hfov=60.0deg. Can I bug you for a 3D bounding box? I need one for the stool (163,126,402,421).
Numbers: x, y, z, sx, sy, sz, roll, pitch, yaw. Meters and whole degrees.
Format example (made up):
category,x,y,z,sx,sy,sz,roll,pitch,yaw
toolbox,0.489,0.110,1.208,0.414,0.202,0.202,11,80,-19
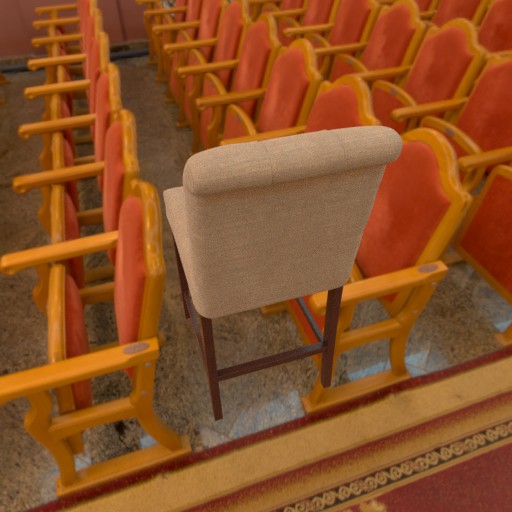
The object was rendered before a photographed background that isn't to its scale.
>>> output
category,x,y,z,sx,sy,sz,roll,pitch,yaw
stool,0.000,0.000,1.453,0.486,1.084,0.660,-12,43,-14
